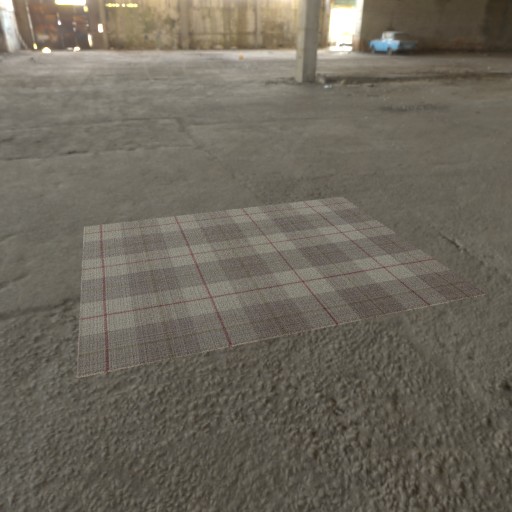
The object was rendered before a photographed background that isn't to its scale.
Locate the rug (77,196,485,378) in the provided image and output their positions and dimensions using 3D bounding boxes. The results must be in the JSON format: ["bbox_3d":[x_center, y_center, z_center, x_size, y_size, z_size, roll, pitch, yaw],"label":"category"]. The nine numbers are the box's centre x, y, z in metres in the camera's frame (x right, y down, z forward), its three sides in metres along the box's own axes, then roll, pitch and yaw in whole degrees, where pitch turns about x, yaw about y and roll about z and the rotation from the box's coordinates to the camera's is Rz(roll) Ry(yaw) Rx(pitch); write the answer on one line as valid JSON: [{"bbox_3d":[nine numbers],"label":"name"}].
[{"bbox_3d":[0.000,0.000,3.985,2.959,0.016,2.317,-8,28,-16],"label":"rug"}]
